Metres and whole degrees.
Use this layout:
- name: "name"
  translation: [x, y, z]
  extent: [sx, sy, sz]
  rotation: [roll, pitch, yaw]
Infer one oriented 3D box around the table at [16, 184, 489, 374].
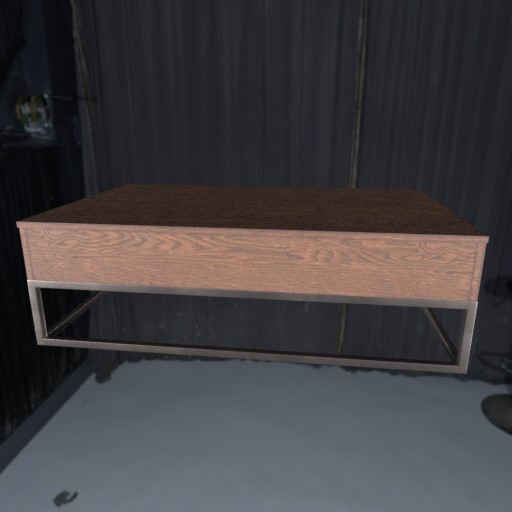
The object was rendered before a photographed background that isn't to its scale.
- name: "table"
  translation: [0.000, 0.000, 1.477]
  extent: [1.167, 0.361, 0.719]
  rotation: [2, 17, 7]
